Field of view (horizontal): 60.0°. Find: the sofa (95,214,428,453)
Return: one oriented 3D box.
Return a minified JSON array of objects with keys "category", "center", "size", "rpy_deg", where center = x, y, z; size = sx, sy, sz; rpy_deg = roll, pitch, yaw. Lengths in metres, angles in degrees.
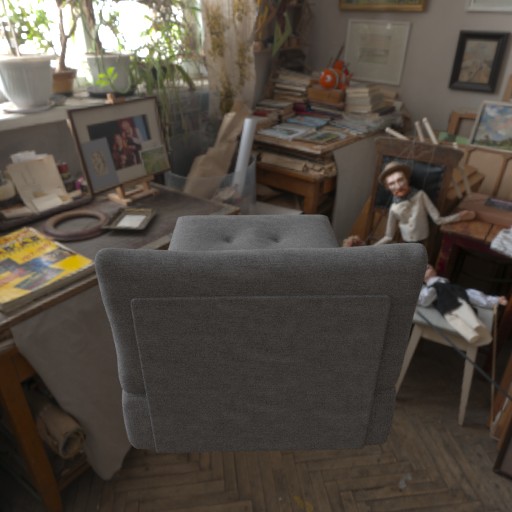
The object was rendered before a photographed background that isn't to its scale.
[{"category":"sofa","center":[0.000,0.000,1.976],"size":[0.930,0.820,1.450],"rpy_deg":[-1,29,-1]}]
